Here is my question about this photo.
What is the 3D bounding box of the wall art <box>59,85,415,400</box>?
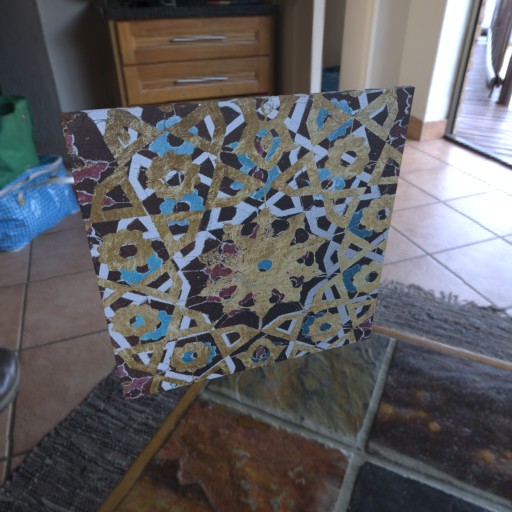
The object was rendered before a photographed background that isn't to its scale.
[{"bbox_3d":[0.000,0.000,0.593,0.404,0.406,0.010,-10,33,-16],"label":"wall art"}]
